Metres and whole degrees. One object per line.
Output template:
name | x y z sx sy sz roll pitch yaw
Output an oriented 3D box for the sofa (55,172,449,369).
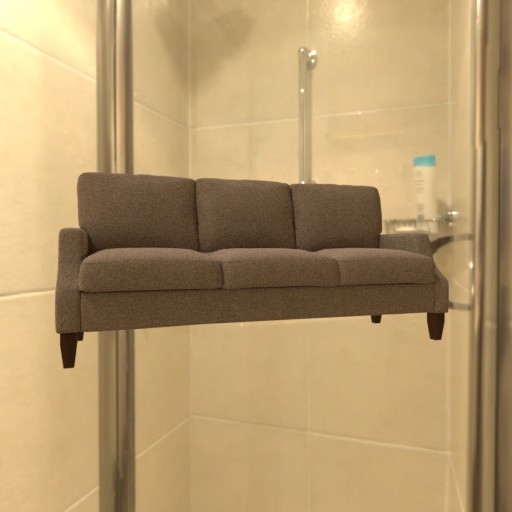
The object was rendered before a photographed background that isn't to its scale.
sofa | 0.000 0.000 2.643 2.115 0.984 0.888 0 1 -18
